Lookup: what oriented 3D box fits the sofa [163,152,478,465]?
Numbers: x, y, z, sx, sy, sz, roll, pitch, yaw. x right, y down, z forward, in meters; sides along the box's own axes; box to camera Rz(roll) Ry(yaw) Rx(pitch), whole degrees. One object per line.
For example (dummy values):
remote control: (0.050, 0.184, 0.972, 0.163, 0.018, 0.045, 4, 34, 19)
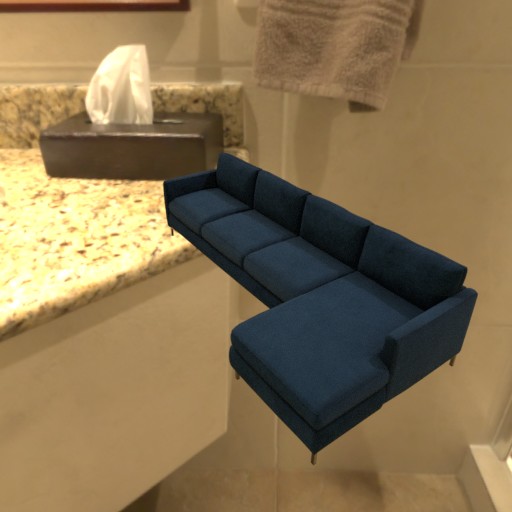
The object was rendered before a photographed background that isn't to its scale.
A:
sofa: (0.000, 0.000, 3.497, 1.350, 0.810, 2.932, -20, 36, -30)
